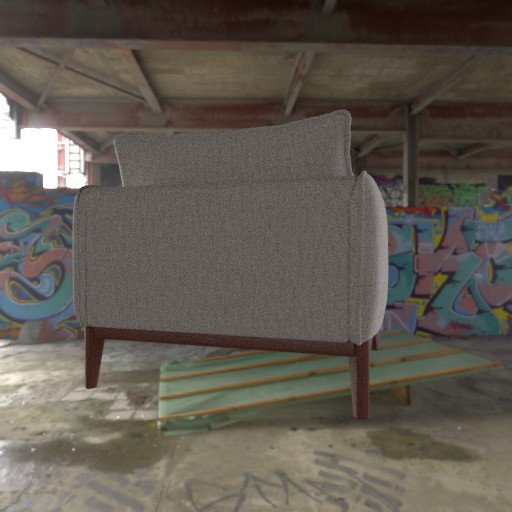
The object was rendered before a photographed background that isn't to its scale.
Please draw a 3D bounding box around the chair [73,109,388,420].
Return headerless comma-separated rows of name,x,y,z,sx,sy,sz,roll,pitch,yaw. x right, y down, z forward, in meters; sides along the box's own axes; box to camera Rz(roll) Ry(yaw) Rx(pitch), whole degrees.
chair,0.000,0.000,1.738,0.994,0.855,0.991,0,1,17
